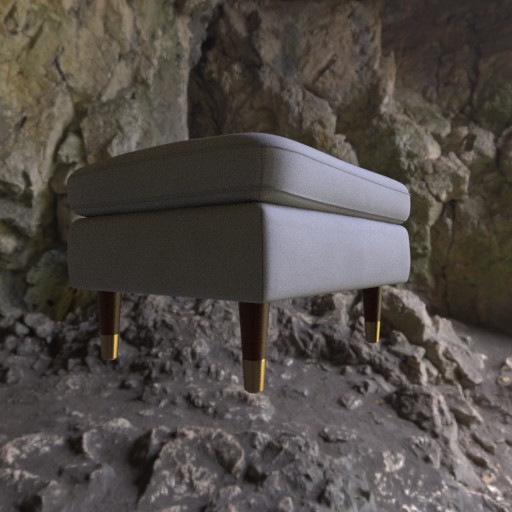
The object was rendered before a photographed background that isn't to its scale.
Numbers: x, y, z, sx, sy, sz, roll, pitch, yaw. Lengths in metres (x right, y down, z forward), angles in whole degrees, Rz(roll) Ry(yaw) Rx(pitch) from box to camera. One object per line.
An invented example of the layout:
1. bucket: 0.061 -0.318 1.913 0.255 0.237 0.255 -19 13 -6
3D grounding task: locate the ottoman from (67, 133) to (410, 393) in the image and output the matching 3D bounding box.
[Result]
1. ottoman: 0.000 0.000 1.129 0.593 0.478 0.747 0 0 36
